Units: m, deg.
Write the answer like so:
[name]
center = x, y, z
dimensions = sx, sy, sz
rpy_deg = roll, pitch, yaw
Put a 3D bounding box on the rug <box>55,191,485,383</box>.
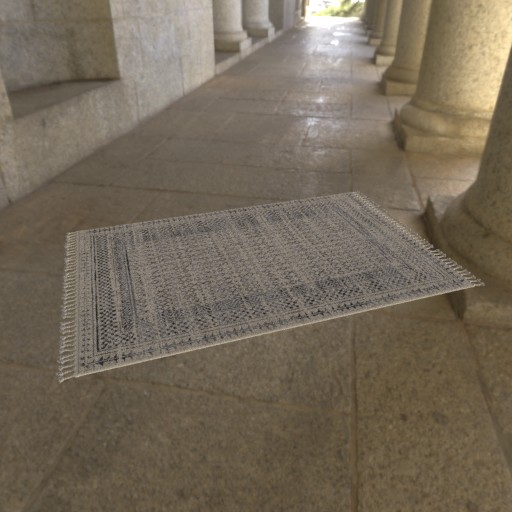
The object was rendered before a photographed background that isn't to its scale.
[rug]
center = 0.000, 0.000, 3.010
dimensions = 2.486, 0.013, 1.548
rpy_deg = -10, 33, -16
